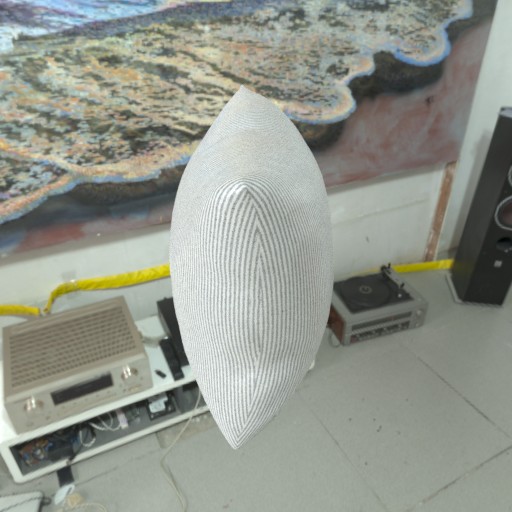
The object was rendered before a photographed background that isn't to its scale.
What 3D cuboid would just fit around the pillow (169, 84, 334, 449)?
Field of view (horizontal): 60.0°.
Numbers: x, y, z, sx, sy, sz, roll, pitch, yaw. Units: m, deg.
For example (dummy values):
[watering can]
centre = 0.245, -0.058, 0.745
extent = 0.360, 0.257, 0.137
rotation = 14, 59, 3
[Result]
[pillow]
centre = 0.000, 0.000, 0.700
extent = 0.310, 0.432, 0.387
rotation = 19, 37, 27
